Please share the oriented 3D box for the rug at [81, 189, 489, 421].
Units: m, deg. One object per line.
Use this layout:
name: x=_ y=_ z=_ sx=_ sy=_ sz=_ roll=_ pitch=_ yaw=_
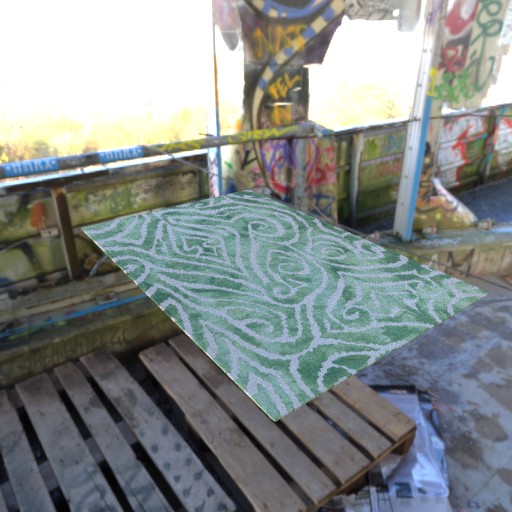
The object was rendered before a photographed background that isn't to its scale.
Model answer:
rug: x=0.000 y=0.000 z=2.289 sx=1.220 sy=0.006 sz=1.826 roll=-18 pitch=32 yaw=-32
